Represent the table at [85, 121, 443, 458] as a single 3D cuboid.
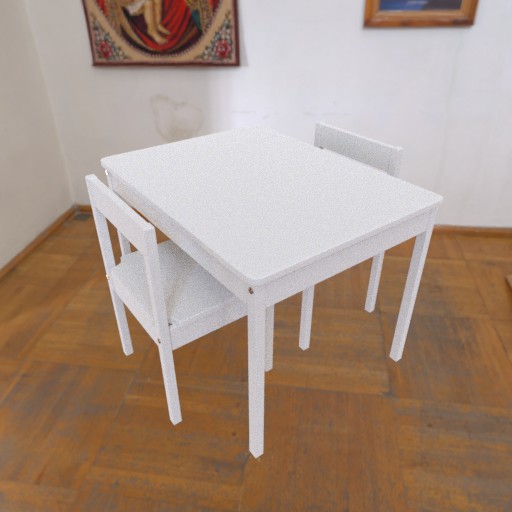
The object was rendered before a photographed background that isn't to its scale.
[{"bbox_3d":[0.000,0.000,1.122,0.672,0.503,0.650,-22,39,-30],"label":"table"}]
